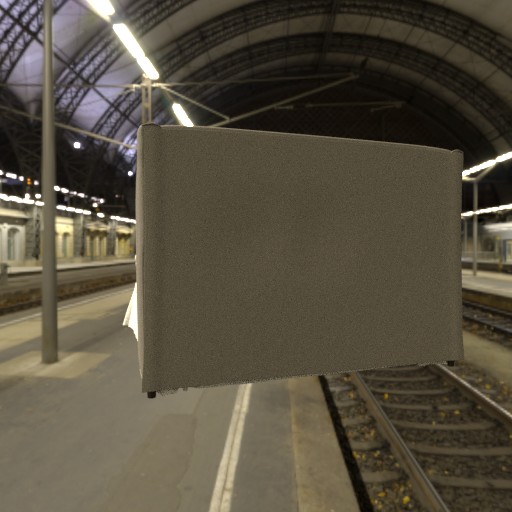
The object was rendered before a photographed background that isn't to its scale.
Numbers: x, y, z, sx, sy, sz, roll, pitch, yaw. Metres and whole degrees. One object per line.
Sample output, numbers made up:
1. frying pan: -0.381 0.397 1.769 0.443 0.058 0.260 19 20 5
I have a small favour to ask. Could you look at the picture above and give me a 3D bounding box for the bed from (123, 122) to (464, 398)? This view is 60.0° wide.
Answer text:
1. bed: 0.000 0.000 3.444 1.925 1.332 2.276 0 1 -19
